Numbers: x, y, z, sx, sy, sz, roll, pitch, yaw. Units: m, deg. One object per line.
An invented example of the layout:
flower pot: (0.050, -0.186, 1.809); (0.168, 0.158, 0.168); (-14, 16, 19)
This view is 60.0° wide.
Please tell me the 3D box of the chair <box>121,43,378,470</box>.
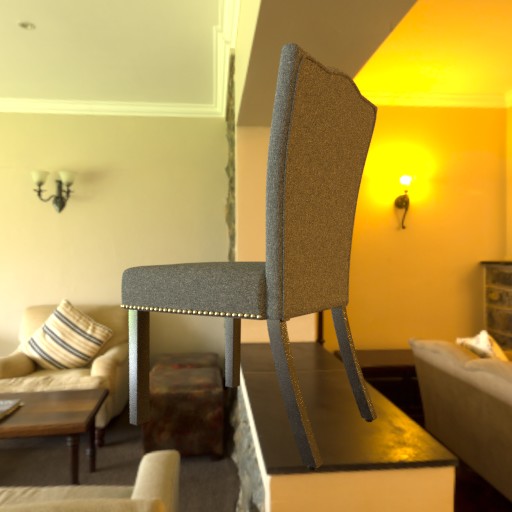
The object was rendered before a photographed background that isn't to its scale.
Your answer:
chair: (0.000, 0.000, 1.285); (0.589, 0.946, 0.518); (0, 0, 35)
